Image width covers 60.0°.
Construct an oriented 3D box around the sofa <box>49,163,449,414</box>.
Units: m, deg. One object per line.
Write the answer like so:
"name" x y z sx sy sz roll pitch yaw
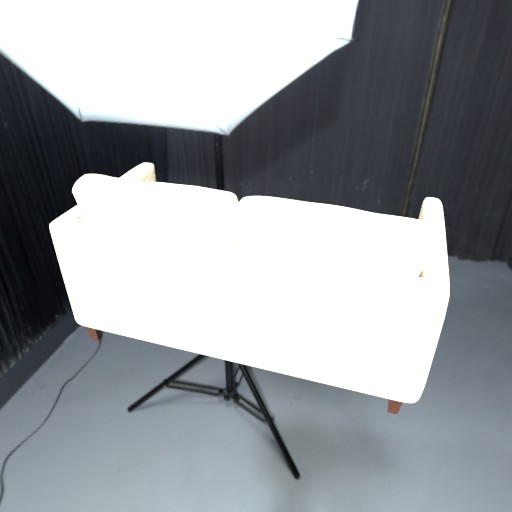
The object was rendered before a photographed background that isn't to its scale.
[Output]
"sofa" 0.000 0.000 2.452 1.884 0.963 0.950 10 33 15
